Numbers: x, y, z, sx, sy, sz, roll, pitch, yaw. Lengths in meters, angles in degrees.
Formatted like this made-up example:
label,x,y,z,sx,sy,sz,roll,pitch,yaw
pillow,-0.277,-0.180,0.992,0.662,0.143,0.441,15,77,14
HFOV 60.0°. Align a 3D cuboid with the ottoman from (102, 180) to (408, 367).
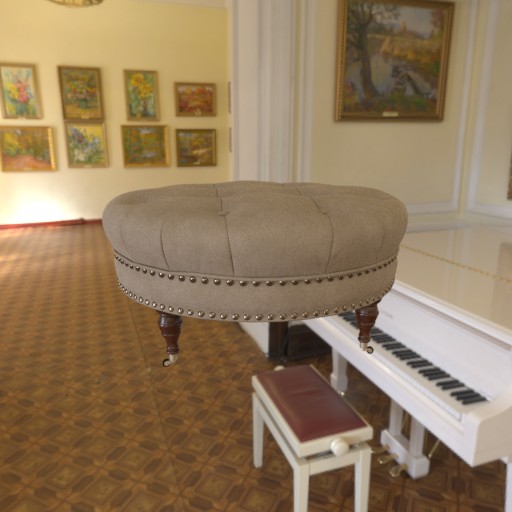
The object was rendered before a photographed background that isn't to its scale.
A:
label,x,y,z,sx,sy,sz,roll,pitch,yaw
ottoman,0.000,0.000,1.405,0.901,0.439,0.901,0,15,0
